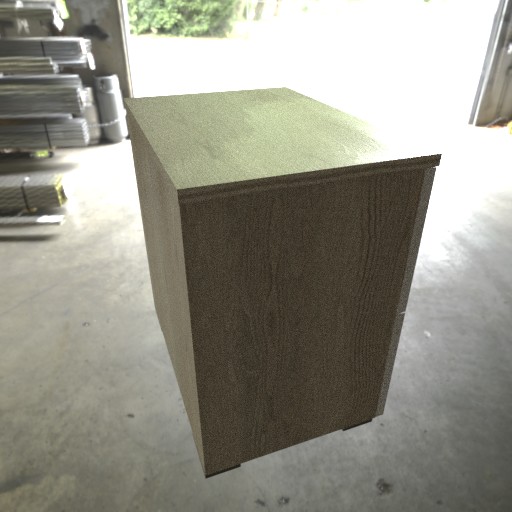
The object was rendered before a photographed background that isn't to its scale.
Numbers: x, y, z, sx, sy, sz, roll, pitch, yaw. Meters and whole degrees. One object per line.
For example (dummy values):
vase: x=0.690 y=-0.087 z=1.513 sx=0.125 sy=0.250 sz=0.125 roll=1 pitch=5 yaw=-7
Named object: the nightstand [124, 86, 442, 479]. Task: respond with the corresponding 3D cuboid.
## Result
nightstand: x=0.000 y=0.000 z=0.761 sx=0.325 sy=0.461 sz=0.442 roll=-11 pitch=33 yaw=-18
